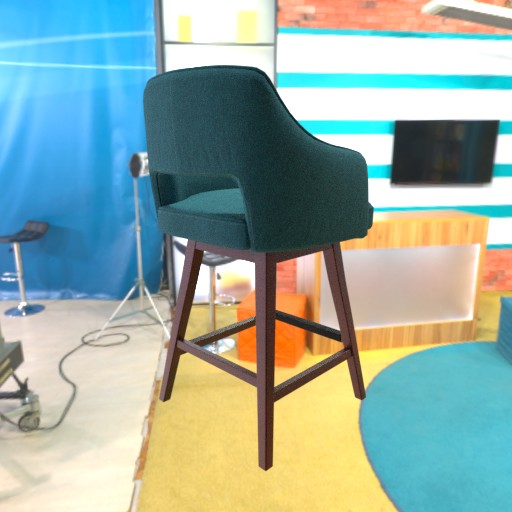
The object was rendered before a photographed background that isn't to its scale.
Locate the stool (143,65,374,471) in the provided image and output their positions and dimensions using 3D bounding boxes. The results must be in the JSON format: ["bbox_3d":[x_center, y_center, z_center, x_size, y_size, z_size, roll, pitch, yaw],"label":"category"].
[{"bbox_3d":[0.000,0.000,1.301,0.548,0.961,0.556,13,19,43],"label":"stool"}]
